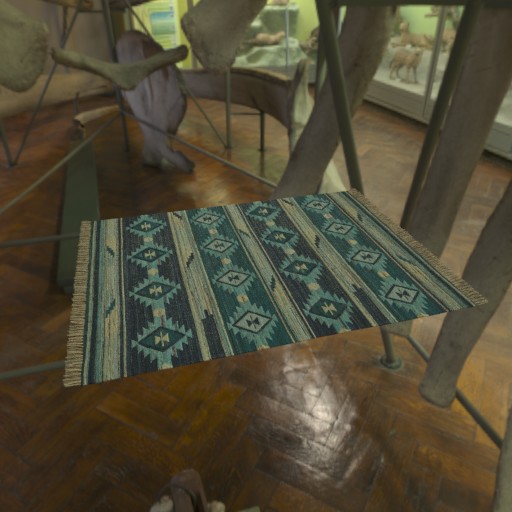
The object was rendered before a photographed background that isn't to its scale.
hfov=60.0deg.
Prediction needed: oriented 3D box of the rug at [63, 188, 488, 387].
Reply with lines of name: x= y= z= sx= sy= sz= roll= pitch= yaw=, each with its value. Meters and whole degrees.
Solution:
rug: x=0.000 y=0.000 z=4.227 sx=3.307 sy=0.047 sz=2.418 roll=-8 pitch=33 yaw=-13
